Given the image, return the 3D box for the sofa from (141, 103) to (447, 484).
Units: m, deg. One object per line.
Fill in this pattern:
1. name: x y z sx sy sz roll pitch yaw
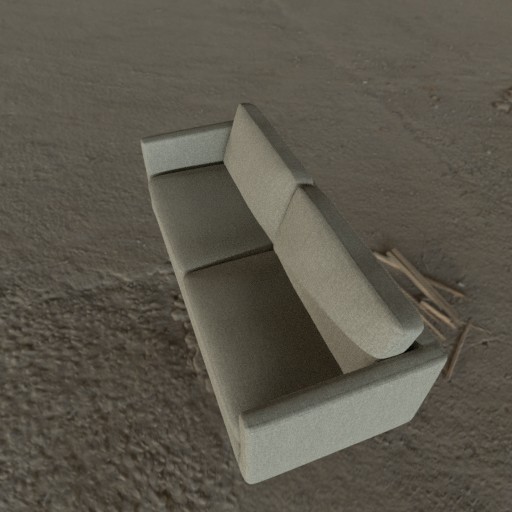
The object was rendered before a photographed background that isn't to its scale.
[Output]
1. sofa: 0.000 0.000 2.659 0.956 0.960 2.208 -15 48 -14
